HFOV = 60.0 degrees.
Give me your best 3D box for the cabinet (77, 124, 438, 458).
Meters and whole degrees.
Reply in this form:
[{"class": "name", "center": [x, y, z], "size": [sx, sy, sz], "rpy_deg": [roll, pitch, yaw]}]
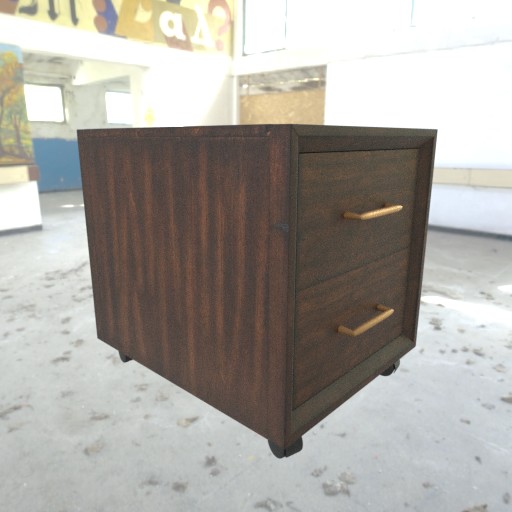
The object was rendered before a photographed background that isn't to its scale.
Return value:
[{"class": "cabinet", "center": [0.000, 0.000, 0.826], "size": [0.500, 0.455, 0.402], "rpy_deg": [13, 20, 41]}]
